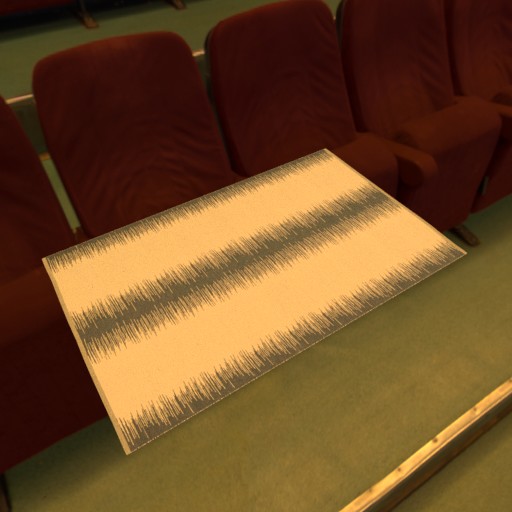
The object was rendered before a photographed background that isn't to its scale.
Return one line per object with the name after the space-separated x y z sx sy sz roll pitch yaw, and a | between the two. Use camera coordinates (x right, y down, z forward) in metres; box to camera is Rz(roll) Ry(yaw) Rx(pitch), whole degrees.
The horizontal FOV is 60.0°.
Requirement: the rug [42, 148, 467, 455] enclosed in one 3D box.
0.000 0.000 2.993 2.453 0.003 1.519 -25 51 -22 | rug
